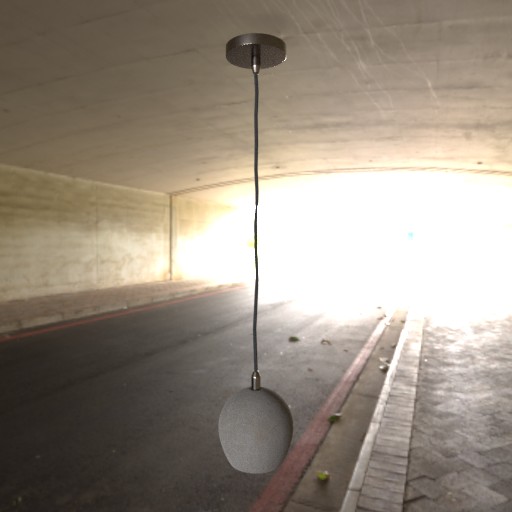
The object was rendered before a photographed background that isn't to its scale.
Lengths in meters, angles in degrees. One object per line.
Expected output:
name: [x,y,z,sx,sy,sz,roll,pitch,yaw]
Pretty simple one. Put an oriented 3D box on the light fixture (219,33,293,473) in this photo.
light fixture: [0.000,0.000,0.820,0.139,0.764,0.139,-1,2,-36]
